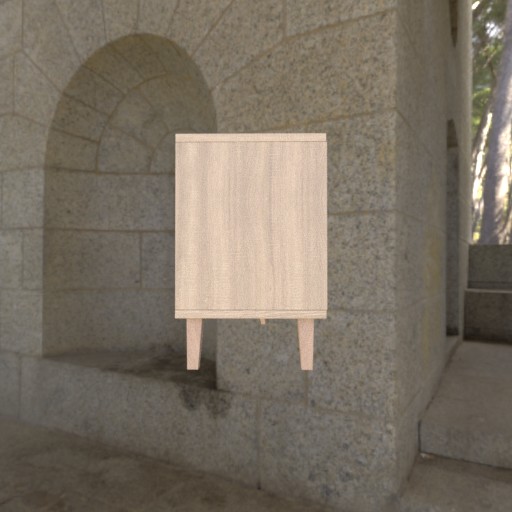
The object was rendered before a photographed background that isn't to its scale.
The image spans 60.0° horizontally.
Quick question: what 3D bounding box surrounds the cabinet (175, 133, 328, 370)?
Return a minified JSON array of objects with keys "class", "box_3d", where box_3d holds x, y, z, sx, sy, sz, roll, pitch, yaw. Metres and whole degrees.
[{"class":"cabinet","box_3d":[0.000,0.000,2.547,0.499,0.779,2.198,0,-1,1]}]
